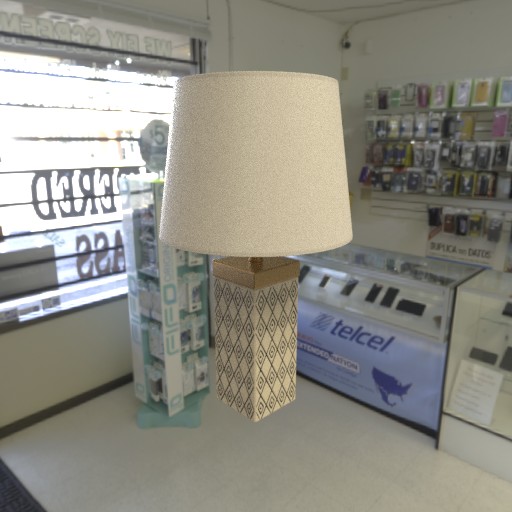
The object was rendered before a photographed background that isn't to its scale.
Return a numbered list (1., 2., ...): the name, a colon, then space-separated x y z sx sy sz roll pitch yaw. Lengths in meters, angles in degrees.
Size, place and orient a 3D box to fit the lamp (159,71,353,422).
1. lamp: 0.000 0.000 0.596 0.251 0.435 0.251 0 14 0
